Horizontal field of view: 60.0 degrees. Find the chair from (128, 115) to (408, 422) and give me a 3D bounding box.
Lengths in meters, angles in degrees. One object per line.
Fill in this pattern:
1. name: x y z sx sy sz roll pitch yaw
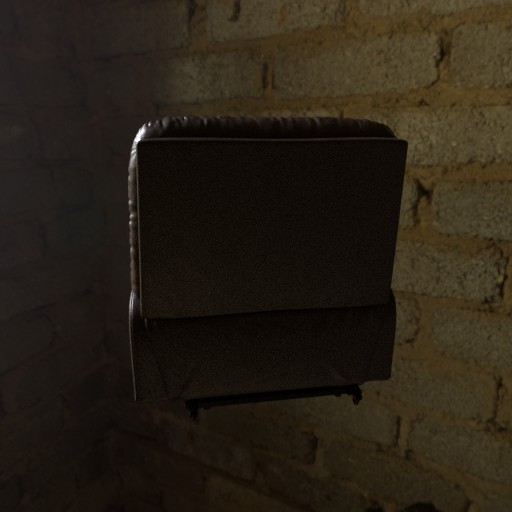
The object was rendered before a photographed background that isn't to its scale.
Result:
1. chair: 0.000 0.000 1.766 0.940 1.041 0.879 -3 15 -9
